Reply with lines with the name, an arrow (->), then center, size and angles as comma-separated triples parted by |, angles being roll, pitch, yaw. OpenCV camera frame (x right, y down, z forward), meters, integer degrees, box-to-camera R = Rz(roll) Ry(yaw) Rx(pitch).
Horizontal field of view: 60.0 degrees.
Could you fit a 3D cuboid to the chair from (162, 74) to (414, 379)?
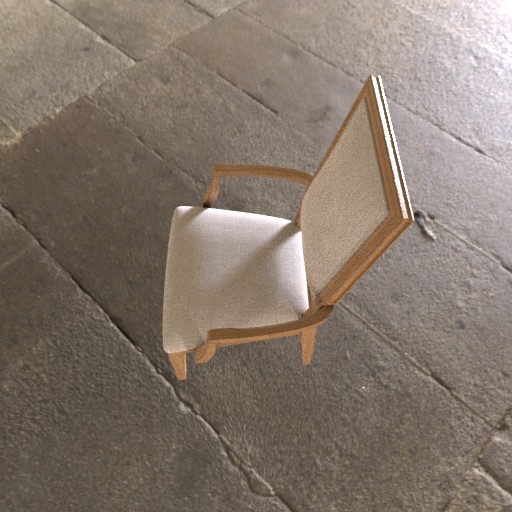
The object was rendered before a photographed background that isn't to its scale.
chair -> 0.000, 0.000, 1.374 | 0.602, 0.990, 0.606 | -1, 60, -1
